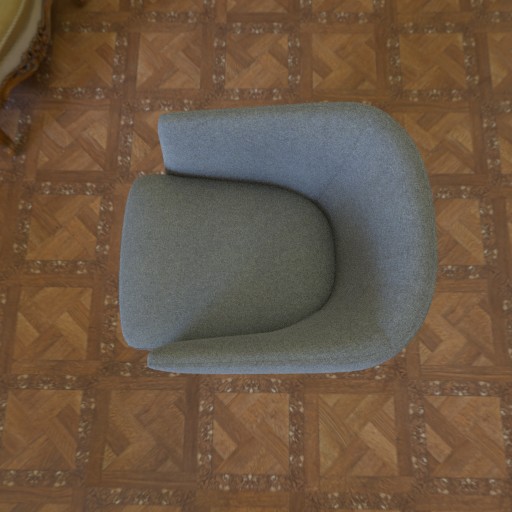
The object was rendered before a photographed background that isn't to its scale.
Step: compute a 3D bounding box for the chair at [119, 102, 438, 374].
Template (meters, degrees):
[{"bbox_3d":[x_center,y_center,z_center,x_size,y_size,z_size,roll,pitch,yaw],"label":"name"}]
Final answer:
[{"bbox_3d":[0.000,0.000,1.612,0.986,0.861,0.822,-1,76,0],"label":"chair"}]
